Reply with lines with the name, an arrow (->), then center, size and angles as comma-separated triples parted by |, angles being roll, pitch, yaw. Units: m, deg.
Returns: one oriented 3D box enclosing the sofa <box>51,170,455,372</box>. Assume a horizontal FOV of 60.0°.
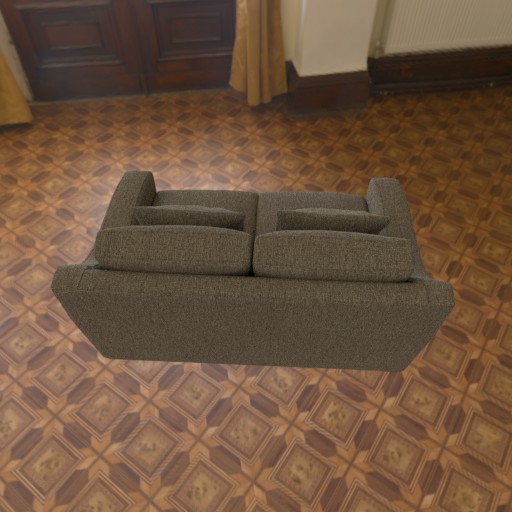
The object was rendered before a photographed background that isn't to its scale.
sofa -> 0.000, 0.000, 2.495 | 1.778, 0.991, 1.120 | 2, 49, 2
